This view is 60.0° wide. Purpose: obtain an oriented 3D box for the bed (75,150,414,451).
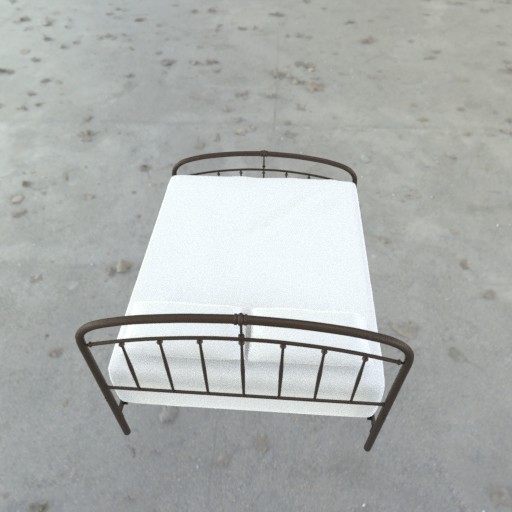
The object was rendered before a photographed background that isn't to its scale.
[{"bbox_3d":[0.000,0.000,3.247,1.711,1.425,2.180,3,46,3],"label":"bed"}]
